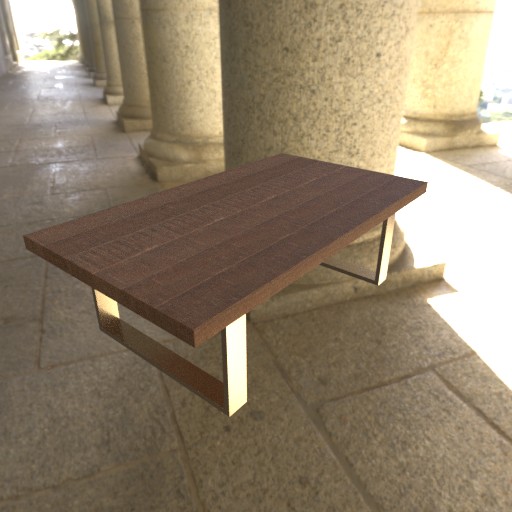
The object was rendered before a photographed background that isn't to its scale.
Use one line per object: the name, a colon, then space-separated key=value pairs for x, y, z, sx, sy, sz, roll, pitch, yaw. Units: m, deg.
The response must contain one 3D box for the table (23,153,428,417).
table: x=0.000 y=0.000 z=1.785 sx=0.800 sy=0.440 sz=1.400 roll=21 pitch=33 yaw=35
